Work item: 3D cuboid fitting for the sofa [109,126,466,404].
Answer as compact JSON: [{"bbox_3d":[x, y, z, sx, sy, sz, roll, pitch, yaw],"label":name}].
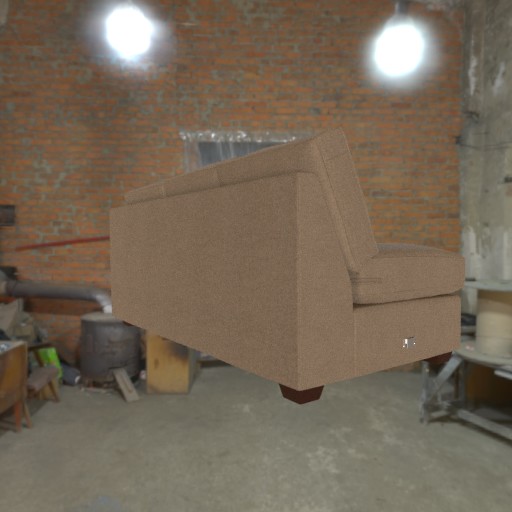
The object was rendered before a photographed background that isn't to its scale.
[{"bbox_3d":[0.000,0.000,2.698,1.127,1.036,2.092,-1,2,-36],"label":"sofa"}]
